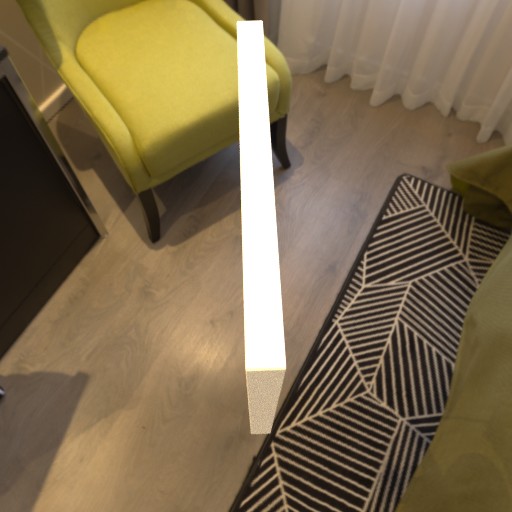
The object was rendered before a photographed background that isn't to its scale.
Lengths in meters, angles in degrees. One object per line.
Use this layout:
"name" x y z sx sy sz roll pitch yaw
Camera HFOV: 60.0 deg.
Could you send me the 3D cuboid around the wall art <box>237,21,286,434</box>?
"wall art" 0.000 0.000 0.750 0.038 0.508 0.508 -2 62 -1
